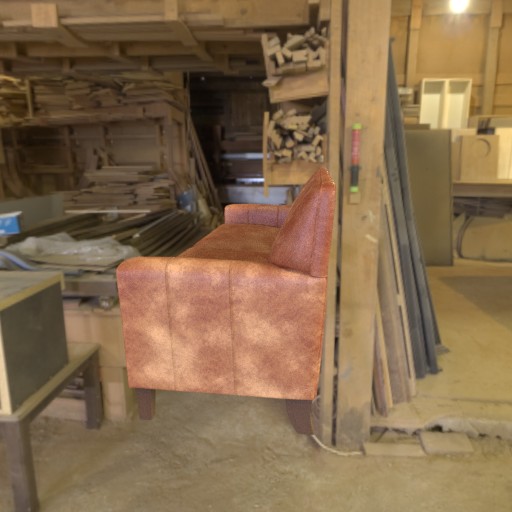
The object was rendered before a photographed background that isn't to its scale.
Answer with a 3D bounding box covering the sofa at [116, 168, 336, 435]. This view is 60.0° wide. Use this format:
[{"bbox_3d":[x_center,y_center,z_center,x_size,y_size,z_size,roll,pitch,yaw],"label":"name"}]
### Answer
[{"bbox_3d":[0.000,0.000,2.553,0.805,0.947,2.053,2,13,8],"label":"sofa"}]
